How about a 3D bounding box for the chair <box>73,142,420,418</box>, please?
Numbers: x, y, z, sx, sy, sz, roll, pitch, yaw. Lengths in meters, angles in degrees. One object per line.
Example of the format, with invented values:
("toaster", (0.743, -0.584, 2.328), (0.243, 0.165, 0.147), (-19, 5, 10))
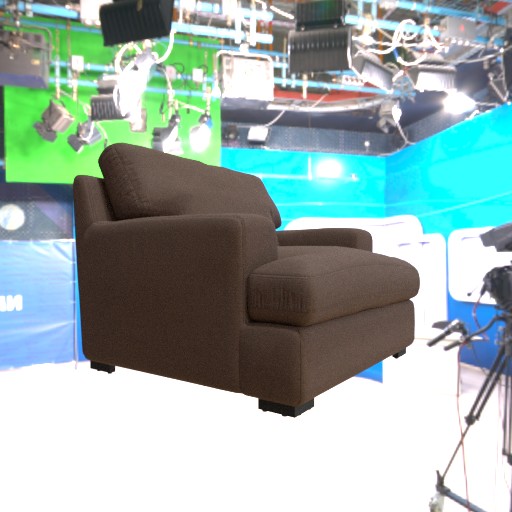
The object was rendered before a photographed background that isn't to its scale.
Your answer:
("chair", (0.000, 0.000, 1.977), (1.143, 0.940, 1.168), (0, 0, 35))
